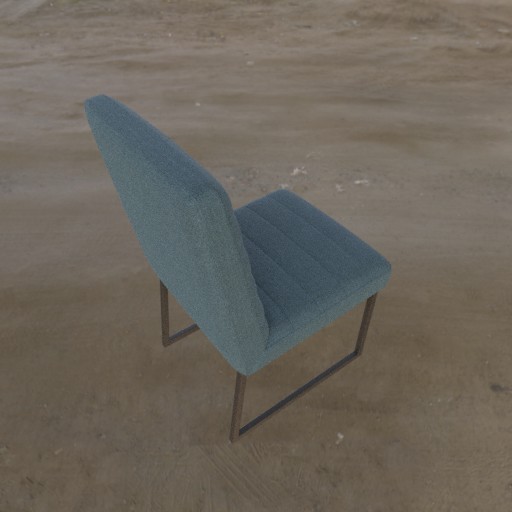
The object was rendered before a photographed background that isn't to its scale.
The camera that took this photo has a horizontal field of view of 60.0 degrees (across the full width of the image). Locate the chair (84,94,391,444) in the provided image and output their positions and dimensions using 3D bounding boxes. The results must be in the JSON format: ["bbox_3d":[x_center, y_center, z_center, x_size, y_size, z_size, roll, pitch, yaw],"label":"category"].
[{"bbox_3d":[0.000,0.000,1.288,0.634,0.930,0.520,-26,48,-26],"label":"chair"}]
